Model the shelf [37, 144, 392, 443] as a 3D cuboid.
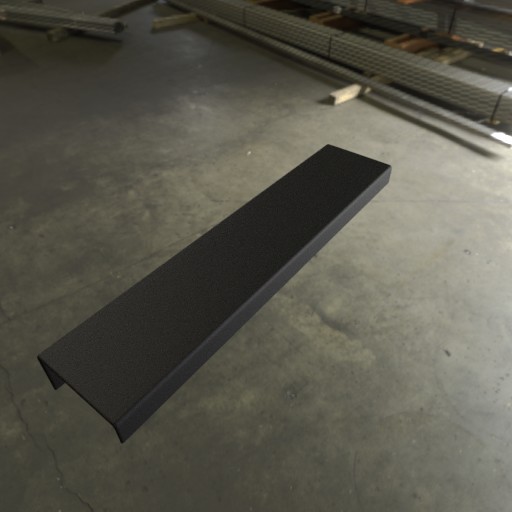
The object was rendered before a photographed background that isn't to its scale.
[{"bbox_3d":[0.000,0.000,0.488,0.102,0.053,0.456,27,49,27],"label":"shelf"}]
